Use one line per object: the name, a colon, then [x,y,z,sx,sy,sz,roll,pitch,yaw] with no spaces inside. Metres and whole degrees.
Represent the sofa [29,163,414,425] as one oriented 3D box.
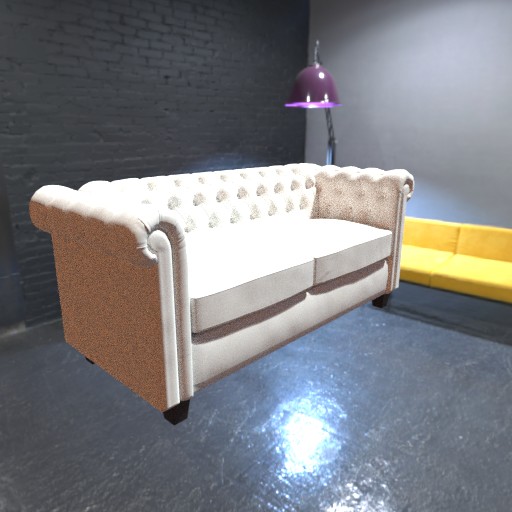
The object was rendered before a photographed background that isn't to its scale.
sofa: [0.000,0.000,2.196,0.771,0.796,1.798,15,22,42]
